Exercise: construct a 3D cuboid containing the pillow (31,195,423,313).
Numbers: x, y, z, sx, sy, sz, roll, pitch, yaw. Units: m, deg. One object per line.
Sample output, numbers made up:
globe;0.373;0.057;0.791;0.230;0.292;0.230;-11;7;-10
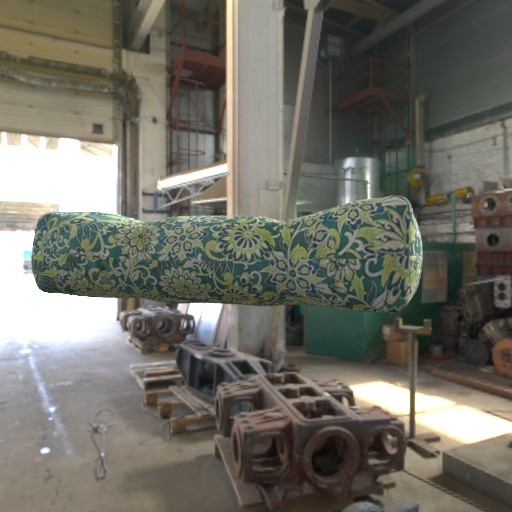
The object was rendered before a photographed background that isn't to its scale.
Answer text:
pillow;0.000;0.000;0.715;0.490;0.128;0.468;0;0;18
